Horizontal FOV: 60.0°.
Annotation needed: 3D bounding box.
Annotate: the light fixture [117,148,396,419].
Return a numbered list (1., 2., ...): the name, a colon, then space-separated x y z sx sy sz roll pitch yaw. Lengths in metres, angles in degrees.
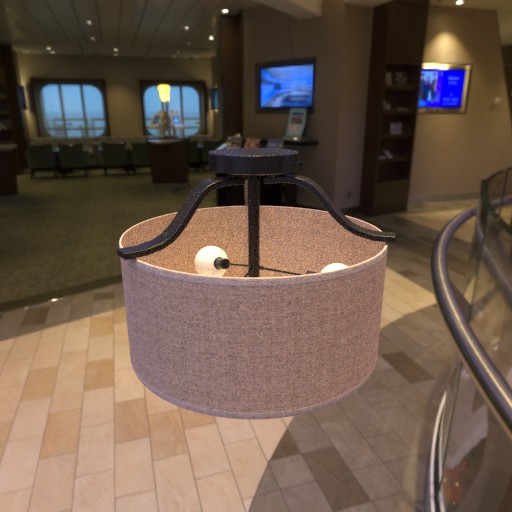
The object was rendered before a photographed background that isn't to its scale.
1. light fixture: 0.000 0.000 0.664 0.390 0.306 0.390 0 18 0
